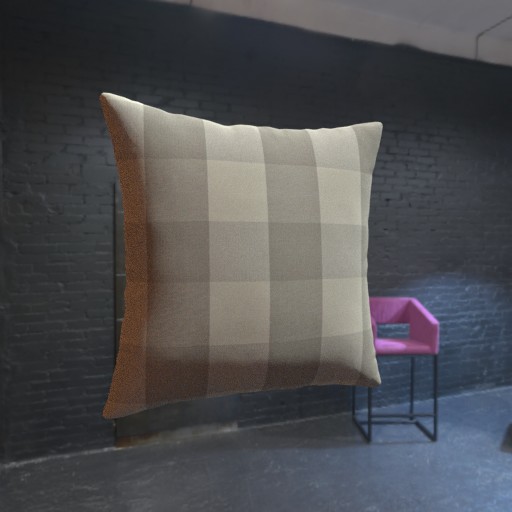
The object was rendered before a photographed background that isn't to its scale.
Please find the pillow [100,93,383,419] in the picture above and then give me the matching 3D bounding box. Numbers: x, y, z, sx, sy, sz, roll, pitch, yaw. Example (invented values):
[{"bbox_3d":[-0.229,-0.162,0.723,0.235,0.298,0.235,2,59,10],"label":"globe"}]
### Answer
[{"bbox_3d":[0.000,0.000,0.773,0.511,0.509,0.161,0,1,-19],"label":"pillow"}]
